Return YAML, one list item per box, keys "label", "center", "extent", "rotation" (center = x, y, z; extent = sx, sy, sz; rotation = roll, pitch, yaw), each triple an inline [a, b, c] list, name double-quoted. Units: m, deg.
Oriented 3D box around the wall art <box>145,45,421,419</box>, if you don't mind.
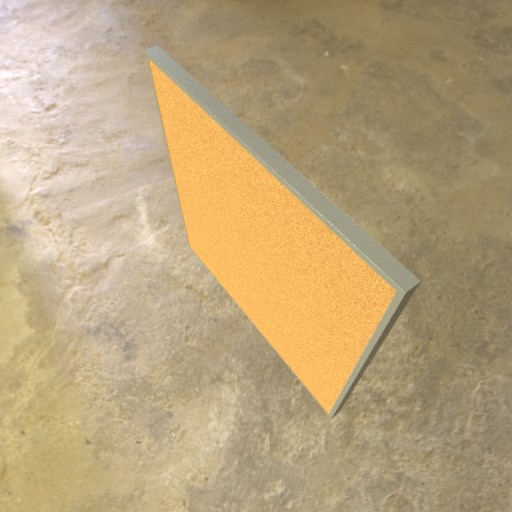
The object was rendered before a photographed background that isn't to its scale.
- label: "wall art"
  center: [0.000, 0.000, 1.202]
  extent: [0.038, 0.807, 0.809]
  rotation: [-33, 63, -19]
